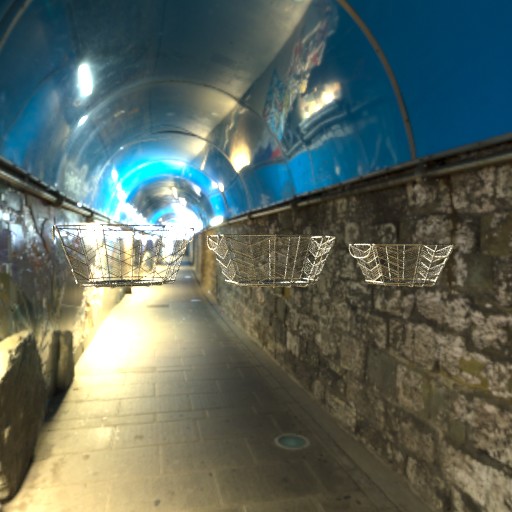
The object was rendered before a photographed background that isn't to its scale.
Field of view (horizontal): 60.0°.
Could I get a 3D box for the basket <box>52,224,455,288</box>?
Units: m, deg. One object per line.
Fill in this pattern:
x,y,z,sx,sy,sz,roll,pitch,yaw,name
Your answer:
0.000,0.000,1.389,1.246,0.178,0.432,0,1,0,basket
